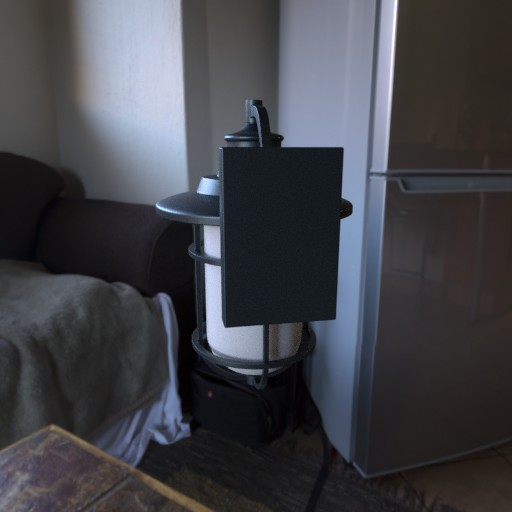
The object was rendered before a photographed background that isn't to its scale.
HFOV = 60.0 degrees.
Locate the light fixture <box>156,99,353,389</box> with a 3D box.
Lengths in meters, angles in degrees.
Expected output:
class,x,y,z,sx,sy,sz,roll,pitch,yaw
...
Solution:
class,x,y,z,sx,sy,sz,roll,pitch,yaw
light fixture,0.000,0.000,0.515,0.222,0.345,0.252,-3,14,-10
